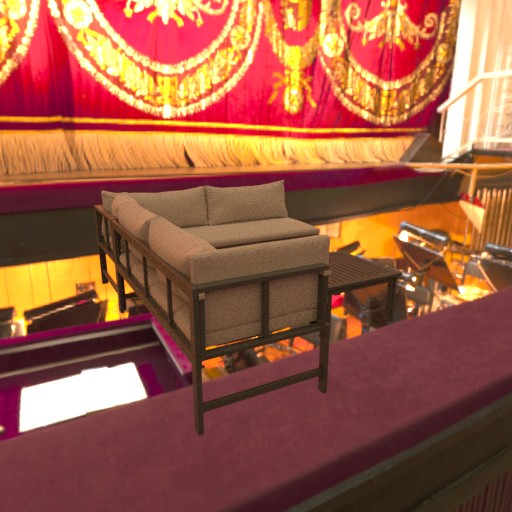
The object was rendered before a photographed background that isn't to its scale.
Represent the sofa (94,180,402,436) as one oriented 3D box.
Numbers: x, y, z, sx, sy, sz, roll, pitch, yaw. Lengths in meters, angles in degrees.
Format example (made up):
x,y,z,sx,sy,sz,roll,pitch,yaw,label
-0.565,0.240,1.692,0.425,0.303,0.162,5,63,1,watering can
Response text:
x,y,z,sx,sy,sz,roll,pitch,yaw,label
0.000,0.000,2.934,1.658,0.758,2.096,-9,18,-27,sofa
